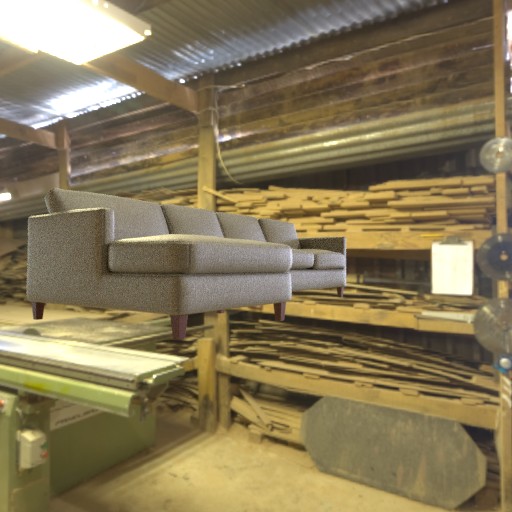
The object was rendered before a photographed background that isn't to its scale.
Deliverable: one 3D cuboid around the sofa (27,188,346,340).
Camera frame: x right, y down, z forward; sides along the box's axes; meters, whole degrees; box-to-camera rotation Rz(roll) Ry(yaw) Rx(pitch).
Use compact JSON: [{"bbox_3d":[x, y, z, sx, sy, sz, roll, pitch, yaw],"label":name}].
[{"bbox_3d":[0.000,0.000,3.778,1.502,0.876,3.201,-1,-1,36],"label":"sofa"}]
